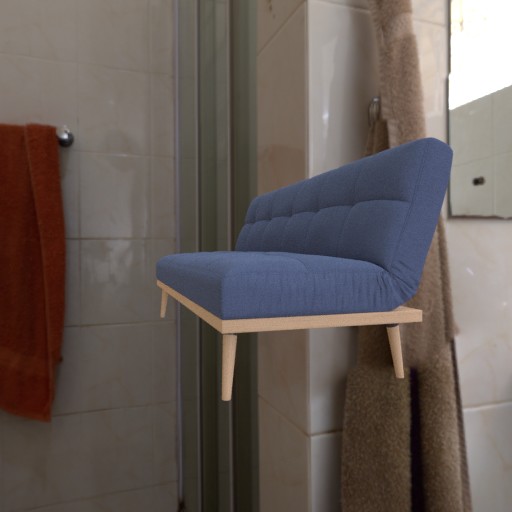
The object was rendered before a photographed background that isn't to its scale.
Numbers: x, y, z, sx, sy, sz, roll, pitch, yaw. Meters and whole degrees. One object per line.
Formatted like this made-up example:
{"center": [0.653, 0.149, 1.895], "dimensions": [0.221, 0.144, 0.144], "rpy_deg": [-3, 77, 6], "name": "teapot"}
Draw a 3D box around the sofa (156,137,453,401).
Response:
{"center": [0.000, 0.000, 2.164], "dimensions": [0.796, 0.800, 1.800], "rpy_deg": [0, 1, -18], "name": "sofa"}
